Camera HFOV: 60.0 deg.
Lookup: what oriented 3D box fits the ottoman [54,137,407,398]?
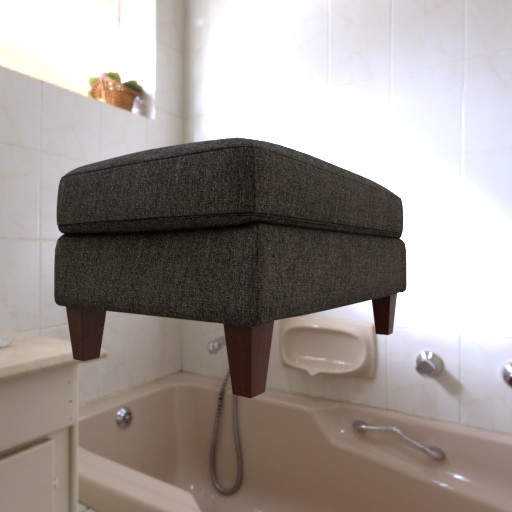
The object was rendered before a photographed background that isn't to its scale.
[{"bbox_3d":[0.000,0.000,1.210,0.584,0.483,0.864,0,0,34],"label":"ottoman"}]
